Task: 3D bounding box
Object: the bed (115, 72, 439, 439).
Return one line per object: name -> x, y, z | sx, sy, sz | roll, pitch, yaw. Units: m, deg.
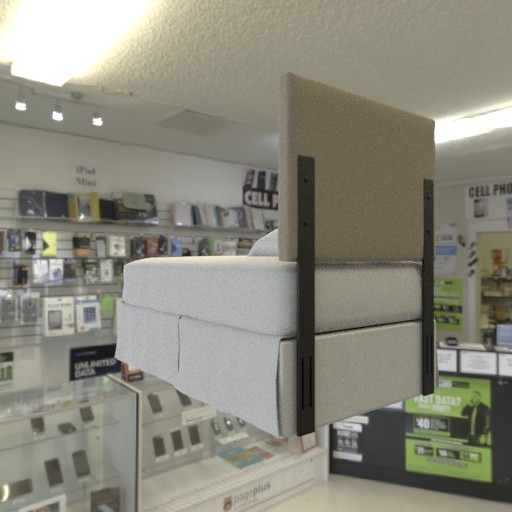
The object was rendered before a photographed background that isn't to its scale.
bed -> 0.000, 0.000, 2.997 | 1.261, 1.571, 1.997 | 0, -1, -37
